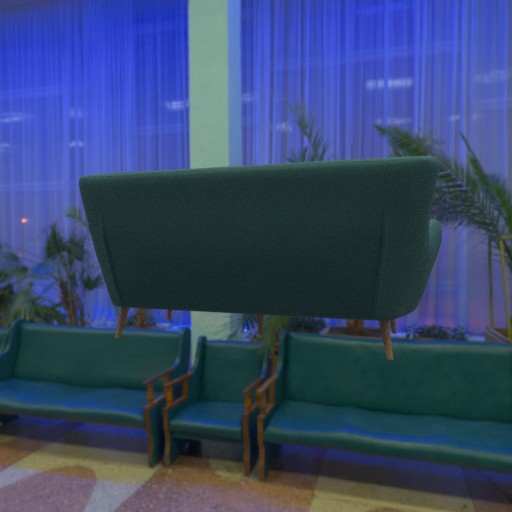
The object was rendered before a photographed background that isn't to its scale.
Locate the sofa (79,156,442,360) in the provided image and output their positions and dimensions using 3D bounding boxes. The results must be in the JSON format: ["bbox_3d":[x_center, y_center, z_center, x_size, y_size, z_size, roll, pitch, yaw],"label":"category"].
[{"bbox_3d":[0.000,0.000,2.423,1.930,0.890,0.889,1,2,18],"label":"sofa"}]
